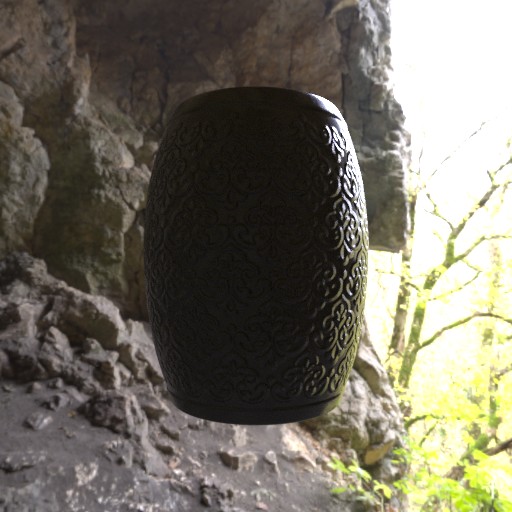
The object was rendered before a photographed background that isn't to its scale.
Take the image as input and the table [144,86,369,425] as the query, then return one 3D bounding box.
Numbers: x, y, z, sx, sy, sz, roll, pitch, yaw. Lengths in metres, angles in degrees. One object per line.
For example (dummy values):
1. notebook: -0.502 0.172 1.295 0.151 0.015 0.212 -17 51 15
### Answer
1. table: 0.000 0.000 0.627 0.309 0.397 0.309 0 -1 0
